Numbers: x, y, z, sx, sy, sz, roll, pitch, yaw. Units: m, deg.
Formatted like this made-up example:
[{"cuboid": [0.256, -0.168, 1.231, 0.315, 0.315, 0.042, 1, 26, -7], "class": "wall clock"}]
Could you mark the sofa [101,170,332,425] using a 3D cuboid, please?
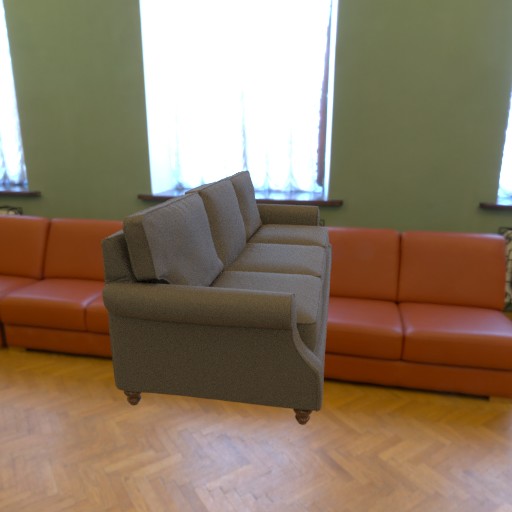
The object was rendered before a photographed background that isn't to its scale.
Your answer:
[{"cuboid": [0.000, 0.000, 2.893, 0.966, 0.948, 2.353, 3, 16, 10], "class": "sofa"}]
